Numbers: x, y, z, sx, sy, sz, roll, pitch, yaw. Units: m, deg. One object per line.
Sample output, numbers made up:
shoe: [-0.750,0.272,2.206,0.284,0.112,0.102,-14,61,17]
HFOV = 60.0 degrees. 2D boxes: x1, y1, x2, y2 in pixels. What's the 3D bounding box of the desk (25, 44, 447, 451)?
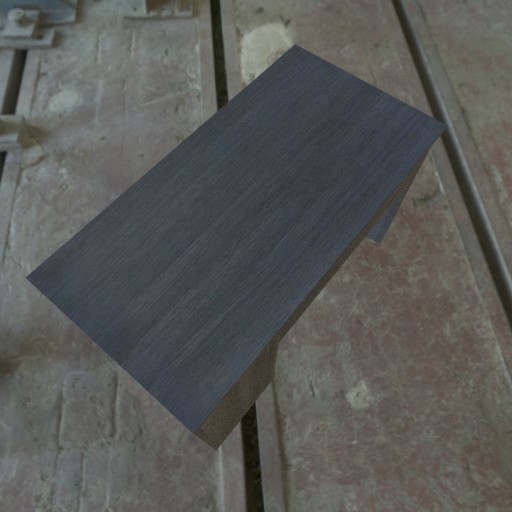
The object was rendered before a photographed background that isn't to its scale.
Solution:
desk: [0.000,0.000,1.517,0.560,0.730,1.096,36,69,17]
